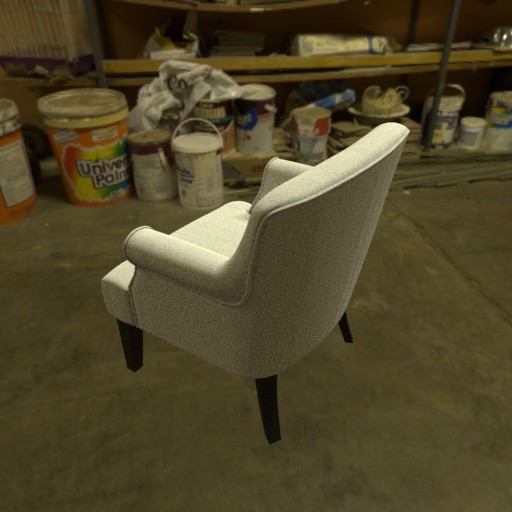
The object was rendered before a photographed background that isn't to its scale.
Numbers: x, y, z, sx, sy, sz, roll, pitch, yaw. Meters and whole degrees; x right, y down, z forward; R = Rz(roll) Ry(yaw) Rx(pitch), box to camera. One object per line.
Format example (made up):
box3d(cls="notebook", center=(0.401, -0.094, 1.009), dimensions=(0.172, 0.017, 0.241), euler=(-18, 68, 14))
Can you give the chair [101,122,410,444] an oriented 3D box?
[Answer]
box3d(cls="chair", center=(0.000, 0.000, 1.465), dimensions=(0.750, 0.875, 0.781), euler=(21, 38, 29))
